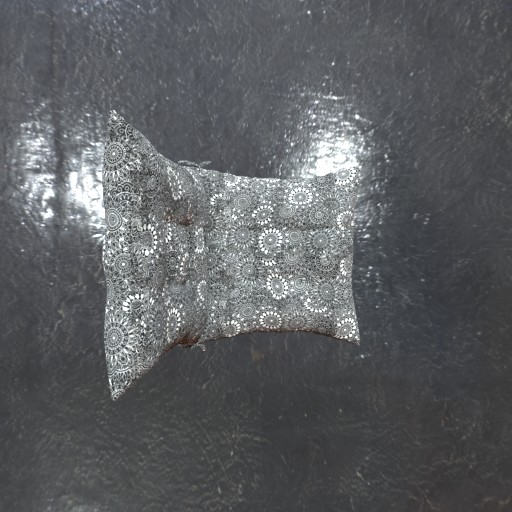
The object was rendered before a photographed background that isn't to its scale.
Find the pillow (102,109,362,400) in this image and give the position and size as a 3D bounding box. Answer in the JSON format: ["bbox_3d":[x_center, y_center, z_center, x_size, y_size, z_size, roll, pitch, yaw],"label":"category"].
[{"bbox_3d":[0.000,0.000,1.024,0.585,0.536,0.541,0,90,0],"label":"pillow"}]
